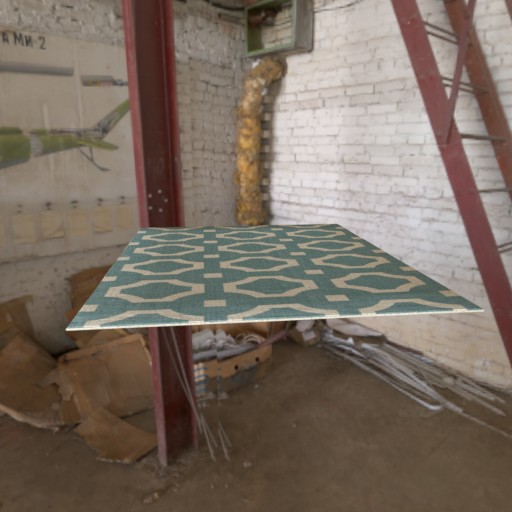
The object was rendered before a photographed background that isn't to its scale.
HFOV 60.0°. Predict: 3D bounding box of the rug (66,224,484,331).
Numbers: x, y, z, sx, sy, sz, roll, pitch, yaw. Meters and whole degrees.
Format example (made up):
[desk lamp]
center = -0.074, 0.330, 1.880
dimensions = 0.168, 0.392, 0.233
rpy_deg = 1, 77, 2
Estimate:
[rug]
center = 0.000, 0.000, 4.042
dimensions = 2.466, 0.021, 3.049
rpy_deg = -2, 14, -7
